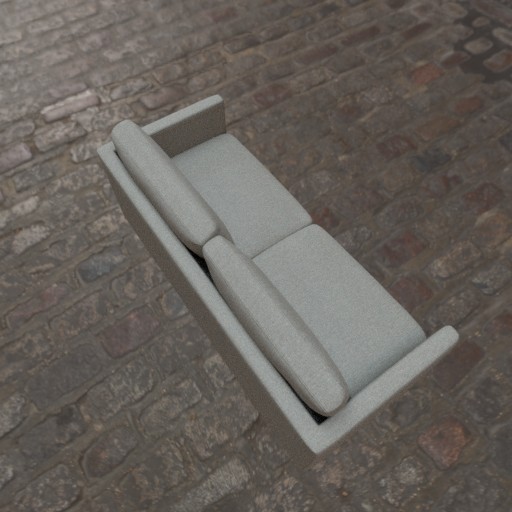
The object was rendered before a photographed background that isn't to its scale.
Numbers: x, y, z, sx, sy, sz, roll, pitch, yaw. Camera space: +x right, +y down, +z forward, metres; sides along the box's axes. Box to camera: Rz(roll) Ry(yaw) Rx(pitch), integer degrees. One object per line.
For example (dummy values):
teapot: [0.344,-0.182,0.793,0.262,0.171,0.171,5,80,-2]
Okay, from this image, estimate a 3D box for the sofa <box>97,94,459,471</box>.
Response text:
sofa: [0.000,0.000,2.694,0.956,0.963,2.208,-31,63,-18]
